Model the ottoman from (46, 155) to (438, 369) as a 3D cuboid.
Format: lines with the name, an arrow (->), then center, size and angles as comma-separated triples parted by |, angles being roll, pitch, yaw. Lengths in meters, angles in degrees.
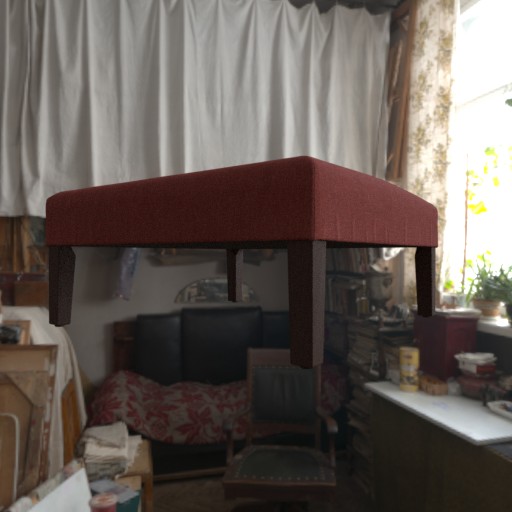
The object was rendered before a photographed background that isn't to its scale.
ottoman -> 0.000, 0.000, 1.394 | 0.889, 0.411, 0.890 | 0, 0, 36
